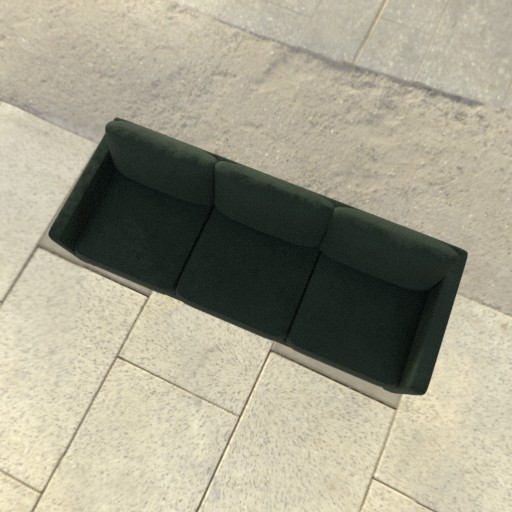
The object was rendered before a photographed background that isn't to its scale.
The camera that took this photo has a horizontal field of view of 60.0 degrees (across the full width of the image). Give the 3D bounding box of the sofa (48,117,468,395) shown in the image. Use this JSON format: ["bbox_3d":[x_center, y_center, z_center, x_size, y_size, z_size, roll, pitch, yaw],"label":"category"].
[{"bbox_3d":[0.000,0.000,2.678,2.218,0.870,0.859,22,75,6],"label":"sofa"}]
